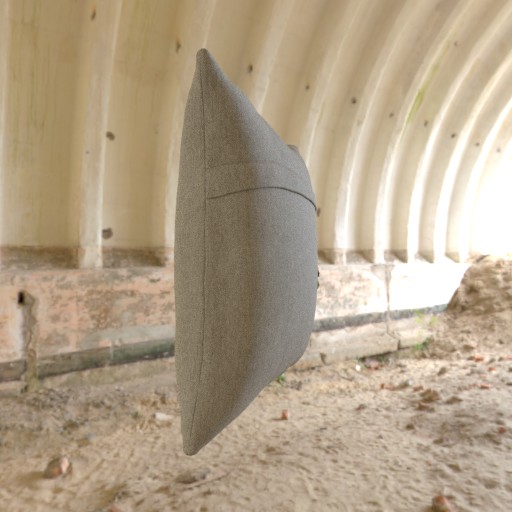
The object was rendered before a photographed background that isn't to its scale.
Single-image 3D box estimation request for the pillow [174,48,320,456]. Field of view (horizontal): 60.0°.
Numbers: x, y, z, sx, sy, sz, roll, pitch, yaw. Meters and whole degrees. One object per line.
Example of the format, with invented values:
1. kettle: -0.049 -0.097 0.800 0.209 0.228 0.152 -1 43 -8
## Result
1. pillow: 0.000 0.000 0.672 0.173 0.436 0.433 0 0 18
